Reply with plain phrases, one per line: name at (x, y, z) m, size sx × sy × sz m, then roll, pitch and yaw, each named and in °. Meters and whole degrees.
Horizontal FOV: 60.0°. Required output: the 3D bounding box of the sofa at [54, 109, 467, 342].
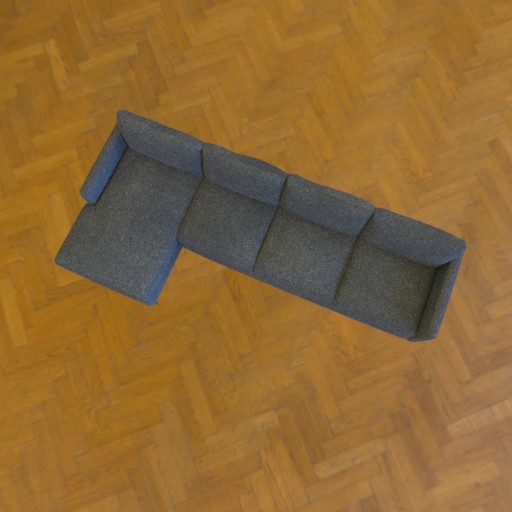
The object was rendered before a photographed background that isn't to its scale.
sofa at (0.000, 0.000, 3.491) m, size 2.932 × 0.810 × 1.350 m, roll 22°, pitch 77°, yaw 5°
